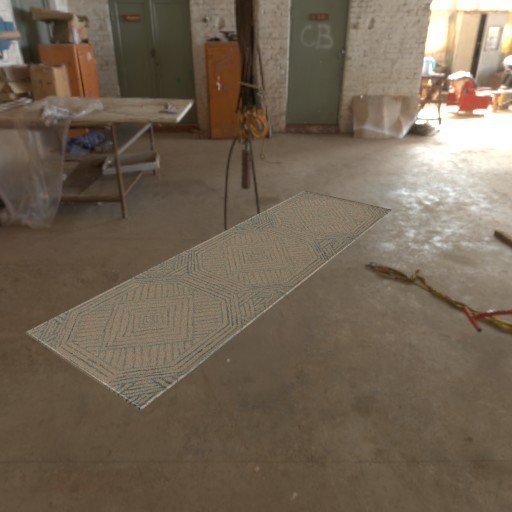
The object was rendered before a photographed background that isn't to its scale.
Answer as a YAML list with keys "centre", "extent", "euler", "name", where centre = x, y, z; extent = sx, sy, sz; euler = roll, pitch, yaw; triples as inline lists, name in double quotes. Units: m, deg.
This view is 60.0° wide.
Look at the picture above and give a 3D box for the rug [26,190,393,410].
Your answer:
- centre: [0.000, 0.000, 2.666]
  extent: [0.775, 0.012, 2.452]
  euler: [18, 32, 32]
  name: "rug"
